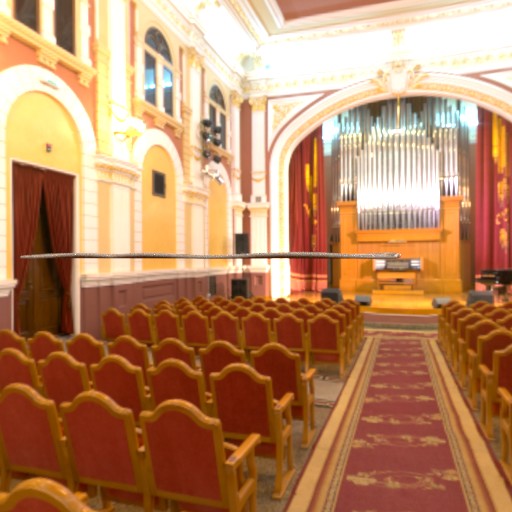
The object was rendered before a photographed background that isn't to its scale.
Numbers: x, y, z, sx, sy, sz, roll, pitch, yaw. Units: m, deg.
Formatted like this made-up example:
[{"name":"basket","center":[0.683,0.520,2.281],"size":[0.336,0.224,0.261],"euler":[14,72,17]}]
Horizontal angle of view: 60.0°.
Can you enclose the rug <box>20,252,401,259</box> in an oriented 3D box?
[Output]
[{"name":"rug","center":[0.000,0.000,0.886],"size":[0.551,0.008,0.642],"euler":[0,0,18]}]
